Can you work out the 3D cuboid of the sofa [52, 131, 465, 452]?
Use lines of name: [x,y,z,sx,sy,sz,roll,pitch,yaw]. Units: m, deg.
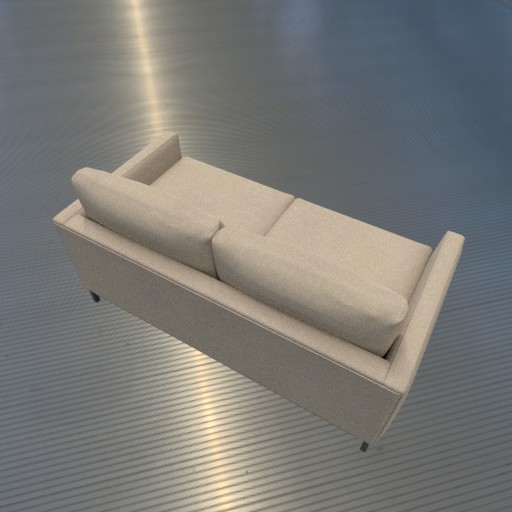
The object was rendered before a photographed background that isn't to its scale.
sofa: [0.000,0.000,2.132,1.682,0.840,0.875,24,52,20]
